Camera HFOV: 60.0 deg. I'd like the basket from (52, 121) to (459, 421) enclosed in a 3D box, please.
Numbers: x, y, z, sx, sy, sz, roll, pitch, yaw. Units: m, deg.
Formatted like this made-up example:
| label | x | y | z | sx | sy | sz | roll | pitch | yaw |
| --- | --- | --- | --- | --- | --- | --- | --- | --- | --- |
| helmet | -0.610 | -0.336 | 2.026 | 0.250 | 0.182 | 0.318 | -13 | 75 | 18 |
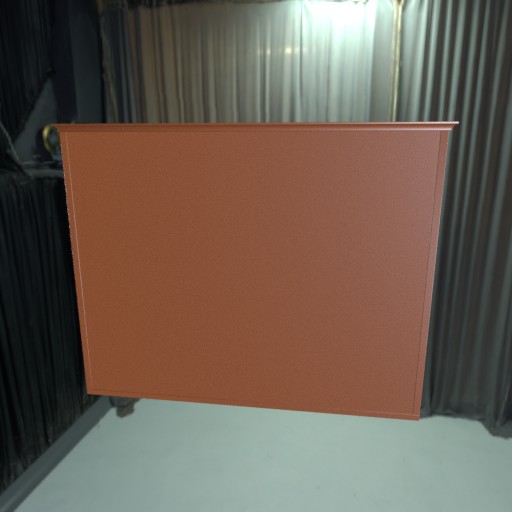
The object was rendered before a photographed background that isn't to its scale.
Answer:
| label | x | y | z | sx | sy | sz | roll | pitch | yaw |
| --- | --- | --- | --- | --- | --- | --- | --- | --- | --- |
| basket | 0.000 | 0.000 | 1.111 | 0.792 | 0.625 | 0.376 | 2 | 14 | 8 |
